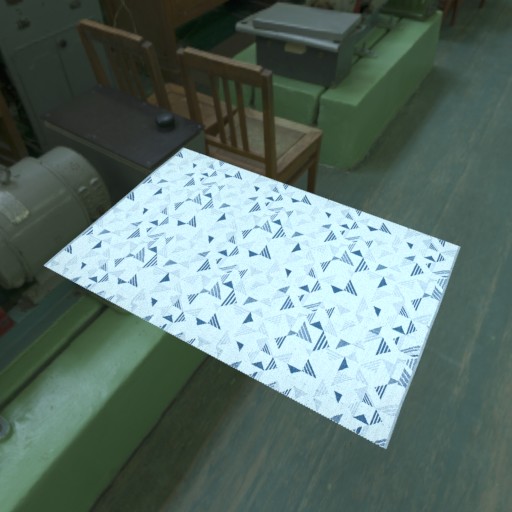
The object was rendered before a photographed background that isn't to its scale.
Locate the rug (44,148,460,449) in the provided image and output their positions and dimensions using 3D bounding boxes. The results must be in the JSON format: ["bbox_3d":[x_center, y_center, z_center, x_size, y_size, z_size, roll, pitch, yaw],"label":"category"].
[{"bbox_3d":[0.000,0.000,2.321,1.835,0.003,1.206,23,52,20],"label":"rug"}]
